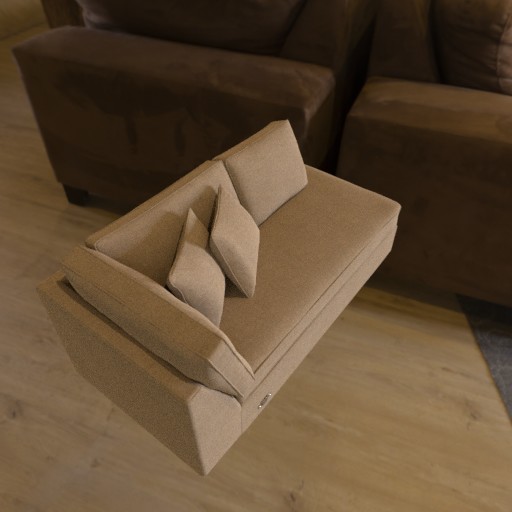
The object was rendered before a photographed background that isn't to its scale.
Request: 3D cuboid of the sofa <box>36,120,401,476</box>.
[{"bbox_3d":[0.000,0.000,2.823,1.110,1.019,2.238,28,50,26],"label":"sofa"}]
